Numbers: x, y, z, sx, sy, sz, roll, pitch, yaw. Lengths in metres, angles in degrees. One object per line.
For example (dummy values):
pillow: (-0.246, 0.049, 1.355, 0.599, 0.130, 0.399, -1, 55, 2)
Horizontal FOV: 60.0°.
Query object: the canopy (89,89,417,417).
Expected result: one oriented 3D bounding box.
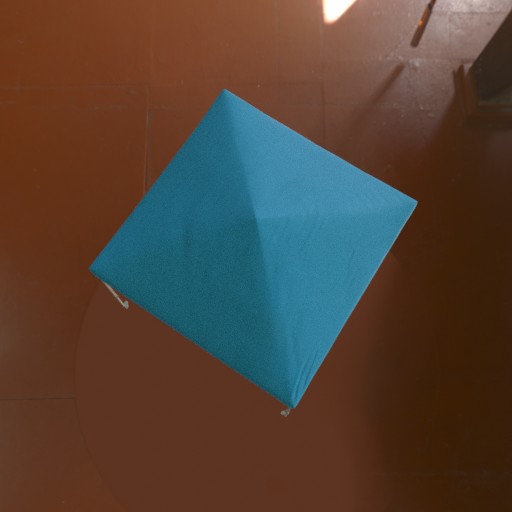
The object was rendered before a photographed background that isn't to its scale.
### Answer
canopy: (0.000, 0.000, 5.240, 2.848, 2.849, 2.849, 32, 79, 7)
